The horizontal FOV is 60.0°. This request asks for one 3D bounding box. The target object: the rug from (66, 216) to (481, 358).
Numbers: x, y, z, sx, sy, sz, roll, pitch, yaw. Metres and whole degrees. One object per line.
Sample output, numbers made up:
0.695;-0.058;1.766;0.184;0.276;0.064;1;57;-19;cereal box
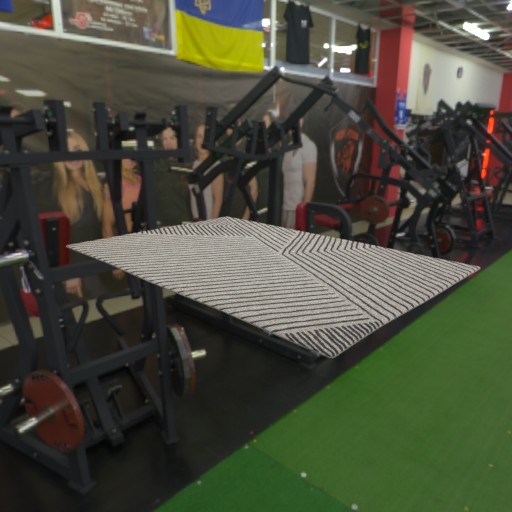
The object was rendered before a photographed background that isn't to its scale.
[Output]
0.000;0.000;2.337;1.842;0.019;1.237;15;22;42;rug
